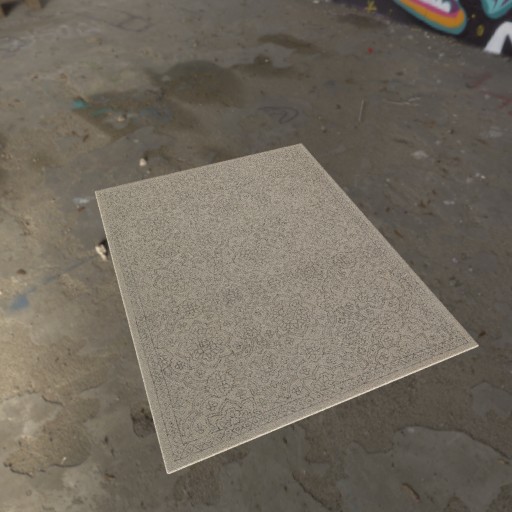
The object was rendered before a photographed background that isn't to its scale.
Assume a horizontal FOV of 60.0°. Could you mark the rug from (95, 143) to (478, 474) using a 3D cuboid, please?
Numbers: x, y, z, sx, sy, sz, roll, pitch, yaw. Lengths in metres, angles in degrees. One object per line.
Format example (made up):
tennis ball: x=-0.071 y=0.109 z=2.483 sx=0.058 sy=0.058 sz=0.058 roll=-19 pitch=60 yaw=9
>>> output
rug: x=0.000 y=0.000 z=4.045 sx=2.441 sy=0.015 sz=3.050 roll=-17 pitch=49 yaw=-15
